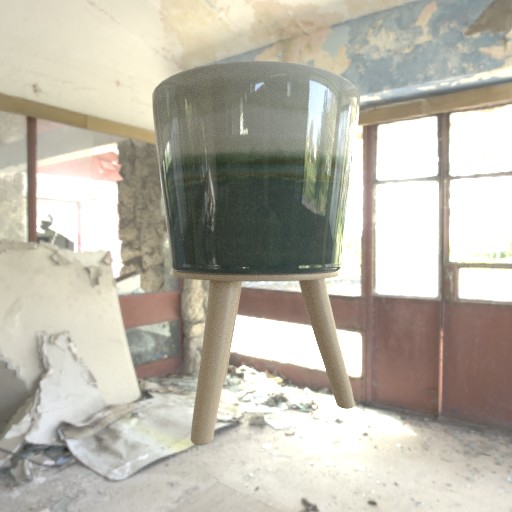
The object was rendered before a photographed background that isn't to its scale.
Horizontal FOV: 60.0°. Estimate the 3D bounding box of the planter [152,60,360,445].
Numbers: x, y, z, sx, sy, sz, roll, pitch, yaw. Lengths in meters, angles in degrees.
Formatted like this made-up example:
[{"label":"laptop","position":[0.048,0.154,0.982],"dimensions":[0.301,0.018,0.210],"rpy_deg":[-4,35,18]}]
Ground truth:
[{"label":"planter","position":[0.000,0.000,0.477],"dimensions":[0.217,0.331,0.217],"rpy_deg":[0,2,-17]}]
